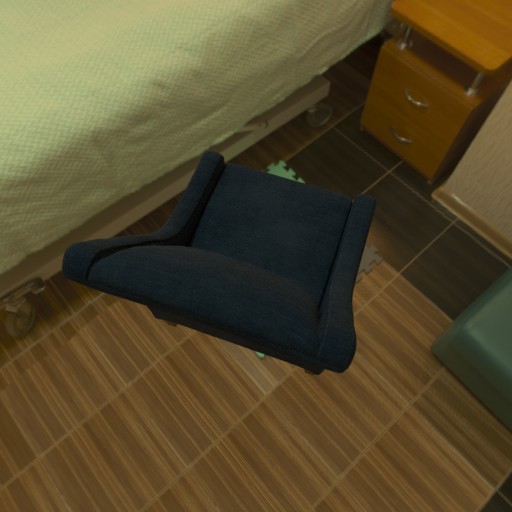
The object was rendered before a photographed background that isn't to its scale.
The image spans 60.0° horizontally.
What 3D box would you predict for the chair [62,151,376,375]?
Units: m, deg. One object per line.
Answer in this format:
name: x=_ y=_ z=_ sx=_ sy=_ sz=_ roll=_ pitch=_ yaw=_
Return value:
chair: x=0.000 y=0.000 z=1.661 sx=0.774 sy=1.014 sz=0.870 roll=18 pitch=65 yaw=9
